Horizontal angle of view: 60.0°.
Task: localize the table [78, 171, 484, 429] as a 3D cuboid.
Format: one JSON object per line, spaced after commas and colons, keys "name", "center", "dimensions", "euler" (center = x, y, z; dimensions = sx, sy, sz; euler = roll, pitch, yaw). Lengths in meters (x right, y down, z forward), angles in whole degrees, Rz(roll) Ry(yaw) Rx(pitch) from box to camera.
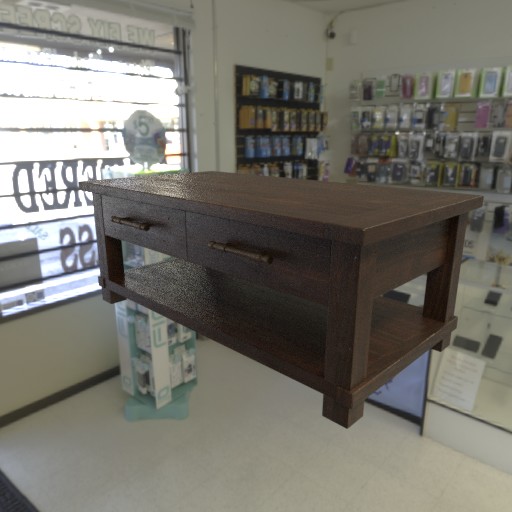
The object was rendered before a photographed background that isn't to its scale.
{"name": "table", "center": [0.000, 0.000, 1.599], "dimensions": [1.270, 0.494, 0.700], "euler": [15, 21, 42]}
